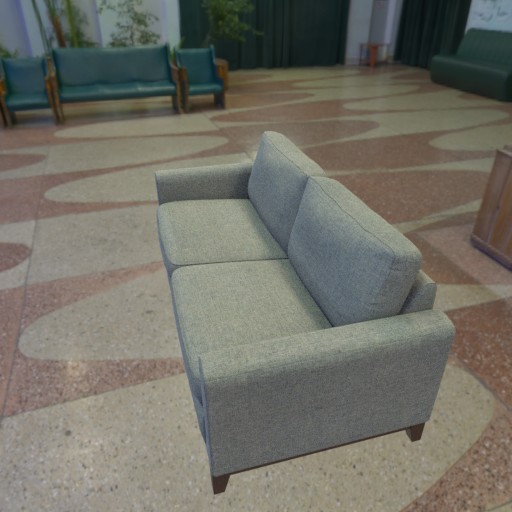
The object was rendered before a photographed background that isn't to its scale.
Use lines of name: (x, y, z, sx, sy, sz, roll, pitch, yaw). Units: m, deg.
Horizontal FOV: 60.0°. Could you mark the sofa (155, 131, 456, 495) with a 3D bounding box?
sofa: (0.000, 0.000, 2.385, 0.969, 0.892, 1.978, -8, 32, -13)
